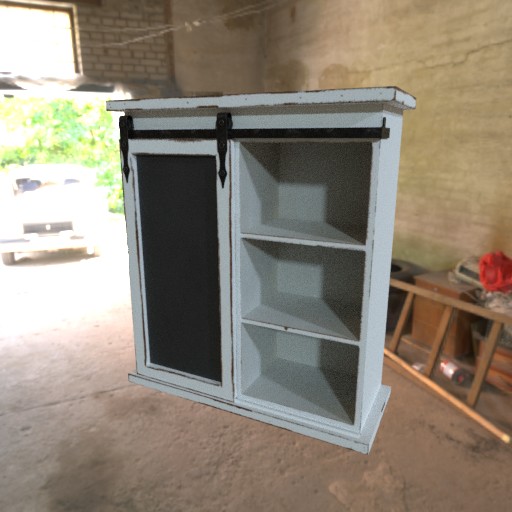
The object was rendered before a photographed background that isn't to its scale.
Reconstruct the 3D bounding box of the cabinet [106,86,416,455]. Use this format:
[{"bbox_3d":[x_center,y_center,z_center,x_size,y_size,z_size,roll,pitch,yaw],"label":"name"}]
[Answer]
[{"bbox_3d":[0.000,0.000,0.901,0.541,0.603,0.210,7,17,26],"label":"cabinet"}]
